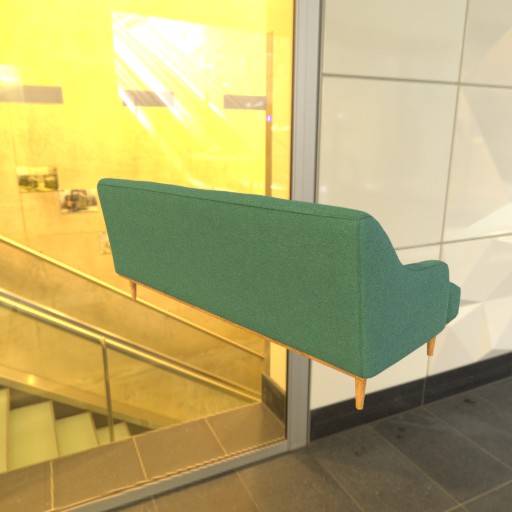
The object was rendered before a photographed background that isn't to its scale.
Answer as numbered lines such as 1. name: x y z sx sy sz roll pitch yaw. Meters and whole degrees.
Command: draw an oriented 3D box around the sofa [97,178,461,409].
1. sofa: 0.000 0.000 2.619 0.978 0.871 2.057 -14 20 -43
